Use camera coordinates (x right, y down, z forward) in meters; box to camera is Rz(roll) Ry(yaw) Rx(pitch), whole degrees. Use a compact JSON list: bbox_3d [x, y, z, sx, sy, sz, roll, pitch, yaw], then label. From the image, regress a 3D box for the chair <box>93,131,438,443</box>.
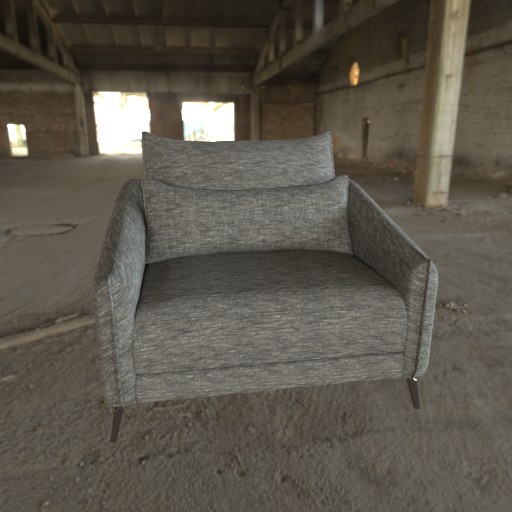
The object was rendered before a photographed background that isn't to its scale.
[{"bbox_3d":[0.000,0.000,1.545,1.004,0.842,0.805,-3,16,-9],"label":"chair"}]
